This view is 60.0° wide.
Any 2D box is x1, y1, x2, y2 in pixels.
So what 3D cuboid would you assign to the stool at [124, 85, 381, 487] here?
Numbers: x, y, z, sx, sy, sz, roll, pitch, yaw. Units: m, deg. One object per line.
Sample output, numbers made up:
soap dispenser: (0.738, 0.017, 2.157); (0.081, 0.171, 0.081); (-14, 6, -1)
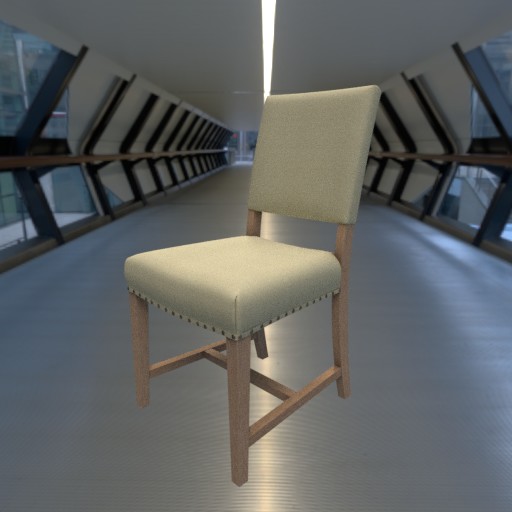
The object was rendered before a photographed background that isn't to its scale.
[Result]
stool: (0.000, 0.000, 1.351); (0.623, 0.986, 0.508); (-14, 20, -43)
